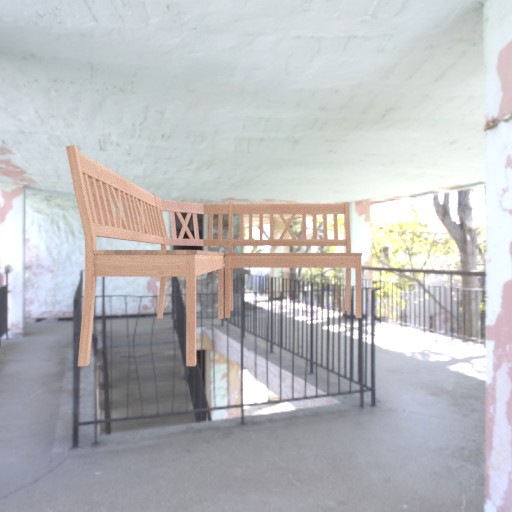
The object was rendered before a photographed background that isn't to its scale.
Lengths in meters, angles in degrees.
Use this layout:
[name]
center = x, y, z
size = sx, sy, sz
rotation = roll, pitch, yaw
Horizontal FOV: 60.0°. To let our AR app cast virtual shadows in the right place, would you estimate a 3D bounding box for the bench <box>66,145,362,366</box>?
[bench]
center = 0.000, 0.000, 2.770
size = 1.537, 0.902, 1.937
rotation = 0, 0, 0
